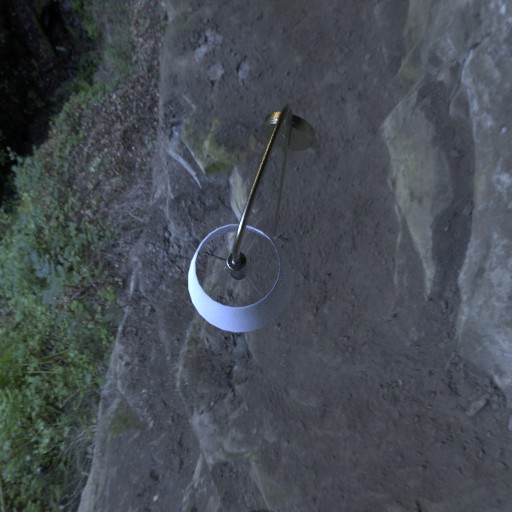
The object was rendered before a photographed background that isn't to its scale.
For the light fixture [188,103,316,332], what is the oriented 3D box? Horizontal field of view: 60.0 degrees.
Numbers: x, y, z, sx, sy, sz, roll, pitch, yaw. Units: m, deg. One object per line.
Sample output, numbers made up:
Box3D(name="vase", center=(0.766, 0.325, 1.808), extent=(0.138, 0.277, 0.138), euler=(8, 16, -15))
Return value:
Box3D(name="light fixture", center=(0.000, 0.000, 0.476), extent=(0.092, 0.399, 0.176), euler=(19, 78, 4))
